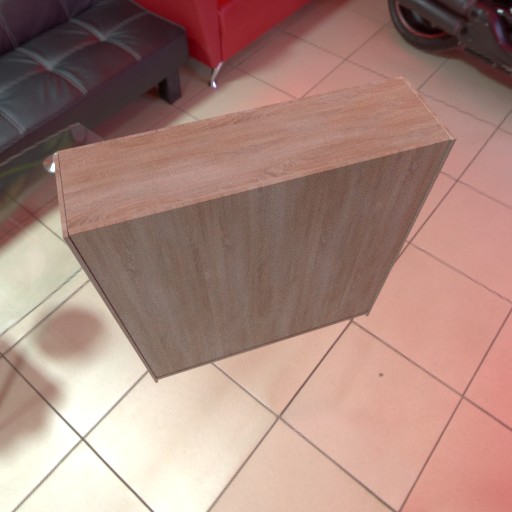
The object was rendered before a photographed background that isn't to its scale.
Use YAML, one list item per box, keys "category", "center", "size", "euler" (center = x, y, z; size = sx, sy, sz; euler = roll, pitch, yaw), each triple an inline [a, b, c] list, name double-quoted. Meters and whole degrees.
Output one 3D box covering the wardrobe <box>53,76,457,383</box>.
- category: "wardrobe"
  center: [0.000, 0.000, 3.193]
  size: [1.998, 2.159, 0.598]
  euler: [-16, 59, -10]
